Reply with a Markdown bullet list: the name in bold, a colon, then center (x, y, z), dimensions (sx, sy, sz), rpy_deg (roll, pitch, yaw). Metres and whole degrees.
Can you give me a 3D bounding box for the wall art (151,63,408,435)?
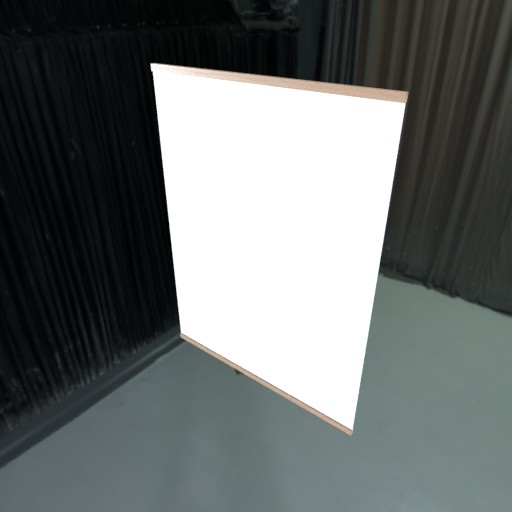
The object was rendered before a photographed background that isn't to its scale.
- **wall art**: center (0.000, 0.000, 1.333), dimensions (0.758, 1.016, 0.013), rpy_deg (21, 36, 32)
